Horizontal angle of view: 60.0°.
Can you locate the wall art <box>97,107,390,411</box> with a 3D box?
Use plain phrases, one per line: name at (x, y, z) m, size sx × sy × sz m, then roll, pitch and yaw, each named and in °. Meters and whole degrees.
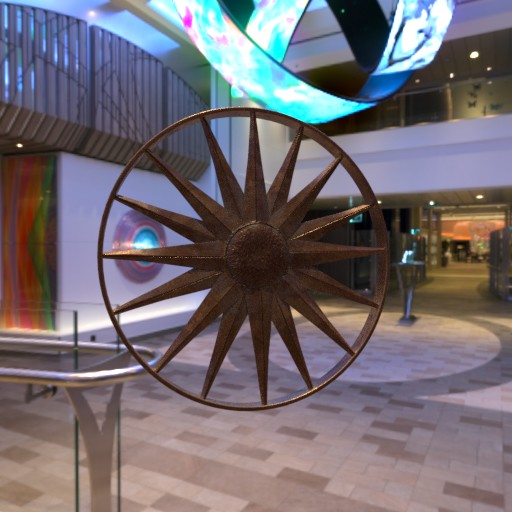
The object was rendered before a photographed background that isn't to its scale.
wall art at (0.000, 0.000, 0.864) m, size 0.582 × 0.583 × 0.084 m, roll 0°, pitch 1°, yaw -17°
